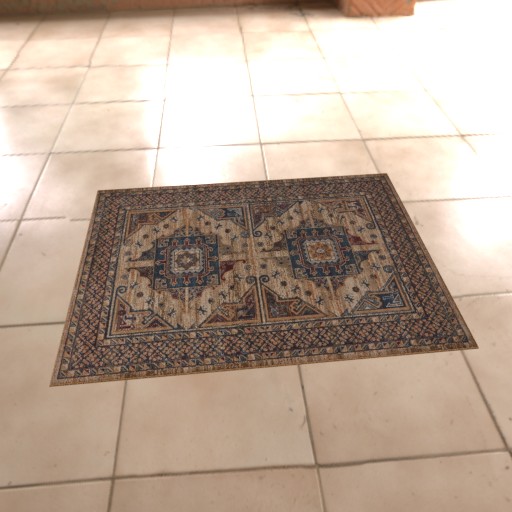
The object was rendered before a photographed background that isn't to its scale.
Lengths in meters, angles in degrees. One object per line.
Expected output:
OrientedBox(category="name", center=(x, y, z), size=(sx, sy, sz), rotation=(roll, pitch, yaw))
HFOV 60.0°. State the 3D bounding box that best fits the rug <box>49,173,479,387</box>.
OrientedBox(category="rug", center=(0.000, 0.000, 2.841), size=(2.227, 0.008, 1.611), rotation=(-4, 46, -4))
